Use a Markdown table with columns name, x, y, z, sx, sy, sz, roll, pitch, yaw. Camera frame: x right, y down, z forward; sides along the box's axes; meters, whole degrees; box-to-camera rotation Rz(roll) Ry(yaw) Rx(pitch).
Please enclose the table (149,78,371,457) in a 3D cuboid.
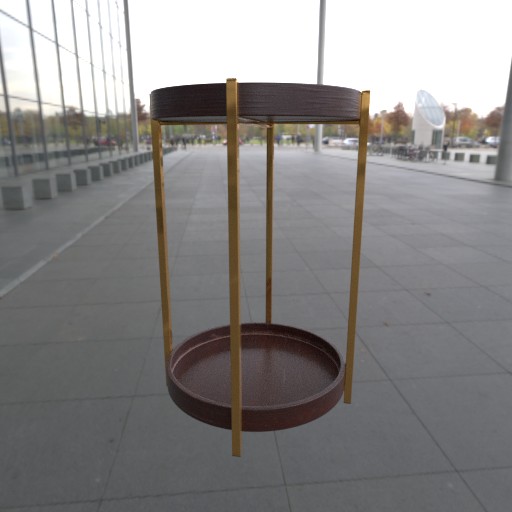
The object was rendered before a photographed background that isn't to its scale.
| name | x | y | z | sx | sy | sz | roll | pitch | yaw |
| --- | --- | --- | --- | --- | --- | --- | --- | --- | --- |
| table | 0.000 | 0.000 | 0.875 | 0.400 | 0.610 | 0.400 | 3 | 15 | 9 |
